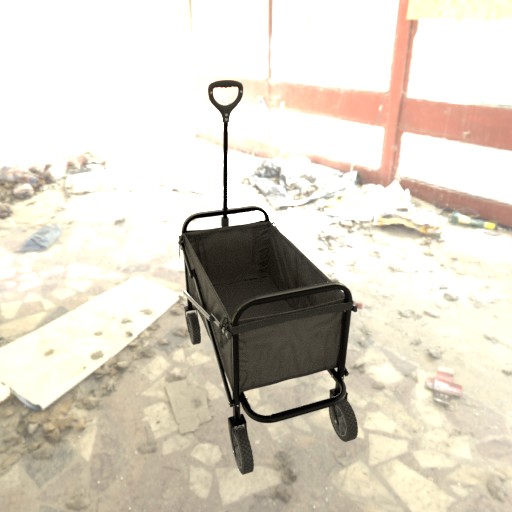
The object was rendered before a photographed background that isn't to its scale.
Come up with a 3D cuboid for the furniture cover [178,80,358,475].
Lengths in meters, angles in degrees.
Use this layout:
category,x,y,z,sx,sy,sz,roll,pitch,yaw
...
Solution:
category,x,y,z,sx,sy,sz,roll,pitch,yaw
furniture cover,0.000,0.000,1.829,0.532,1.295,1.038,-9,28,-18
